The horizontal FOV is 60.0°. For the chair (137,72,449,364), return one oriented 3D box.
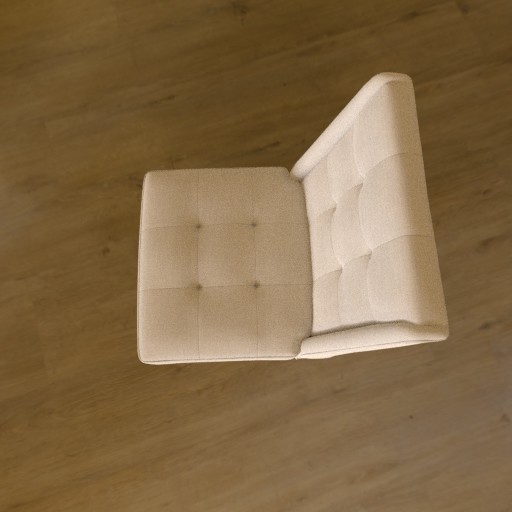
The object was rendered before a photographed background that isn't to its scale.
[{"bbox_3d":[0.000,0.000,1.248,0.676,0.853,0.569,-2,75,-1],"label":"chair"}]
